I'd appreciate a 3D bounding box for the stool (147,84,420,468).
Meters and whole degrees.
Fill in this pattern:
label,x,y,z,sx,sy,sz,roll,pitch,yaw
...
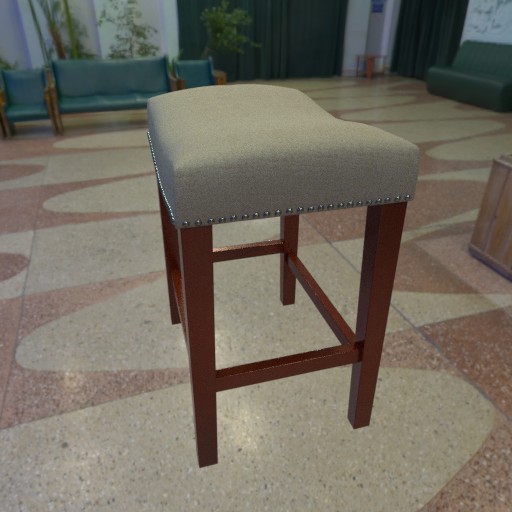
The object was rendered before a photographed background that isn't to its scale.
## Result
label,x,y,z,sx,sy,sz,roll,pitch,yaw
stool,0.000,0.000,0.951,0.375,0.632,0.509,-8,31,-14
